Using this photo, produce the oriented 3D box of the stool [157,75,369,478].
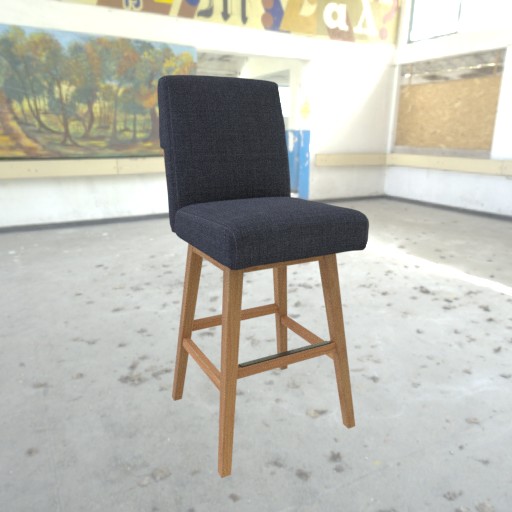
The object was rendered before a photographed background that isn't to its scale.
[{"bbox_3d":[0.000,0.000,1.410,0.483,1.112,0.570,-8,18,-27],"label":"stool"}]
